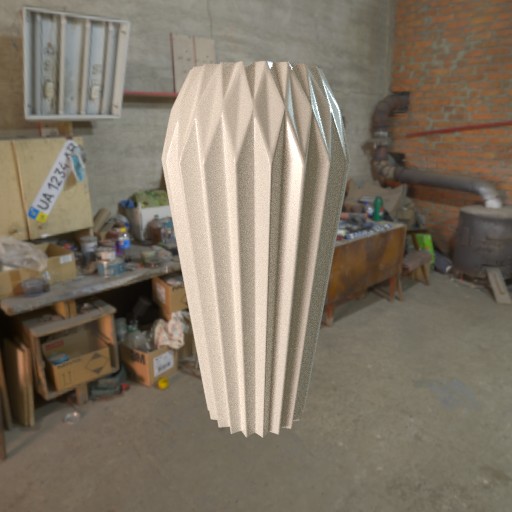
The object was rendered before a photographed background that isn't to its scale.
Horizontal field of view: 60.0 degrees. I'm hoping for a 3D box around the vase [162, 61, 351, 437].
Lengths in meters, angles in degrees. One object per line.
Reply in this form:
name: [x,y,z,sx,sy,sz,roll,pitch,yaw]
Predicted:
vase: [0.000,0.000,0.338,0.133,0.263,0.133,0,16,0]
